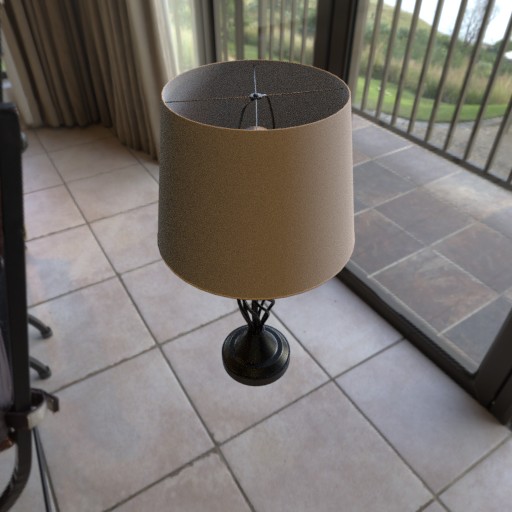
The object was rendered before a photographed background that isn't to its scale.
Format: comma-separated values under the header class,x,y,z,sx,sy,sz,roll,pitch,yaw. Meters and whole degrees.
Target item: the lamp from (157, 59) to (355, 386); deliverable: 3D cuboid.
class,x,y,z,sx,sy,sz,roll,pitch,yaw
lamp,0.000,0.000,0.791,0.331,0.594,0.331,0,41,0
